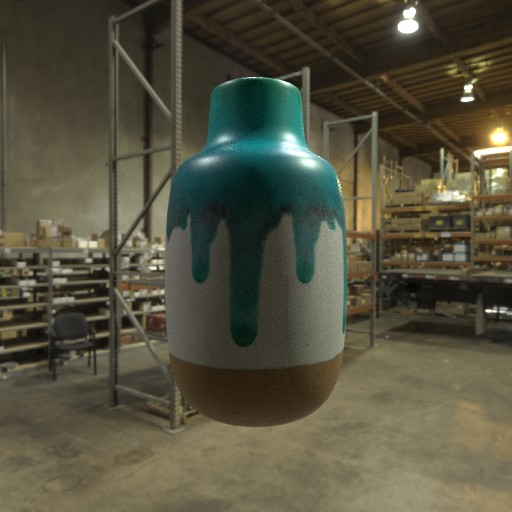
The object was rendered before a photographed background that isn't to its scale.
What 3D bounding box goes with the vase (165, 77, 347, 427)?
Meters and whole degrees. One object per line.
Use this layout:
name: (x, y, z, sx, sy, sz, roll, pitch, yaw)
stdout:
vase: (0.000, 0.000, 0.263, 0.106, 0.192, 0.106, 0, 1, 0)
